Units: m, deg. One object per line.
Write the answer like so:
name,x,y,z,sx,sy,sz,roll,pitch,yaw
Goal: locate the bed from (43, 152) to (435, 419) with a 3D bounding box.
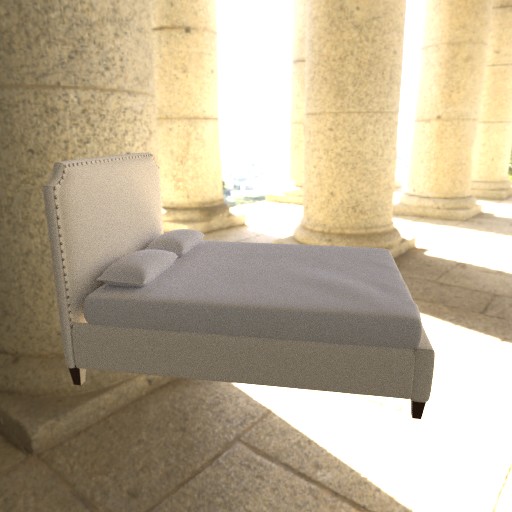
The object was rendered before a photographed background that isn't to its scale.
bed,0.000,0.000,3.429,2.372,1.497,1.712,3,16,9
